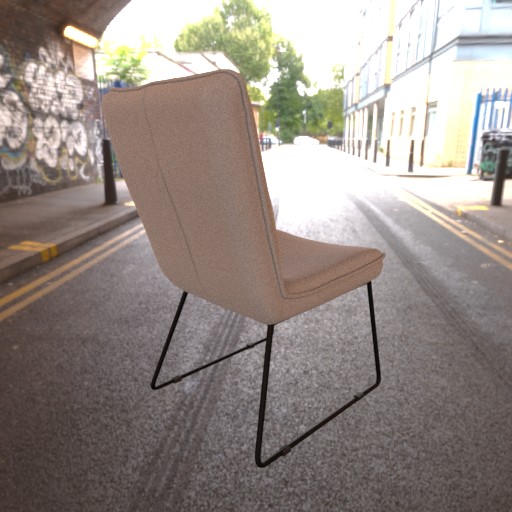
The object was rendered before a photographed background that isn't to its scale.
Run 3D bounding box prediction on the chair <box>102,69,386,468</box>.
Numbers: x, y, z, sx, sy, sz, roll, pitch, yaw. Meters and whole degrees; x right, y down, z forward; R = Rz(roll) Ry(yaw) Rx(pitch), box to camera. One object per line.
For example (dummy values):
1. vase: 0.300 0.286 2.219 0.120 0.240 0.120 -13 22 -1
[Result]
1. chair: 0.000 0.000 1.312 0.688 0.930 0.515 -14 21 -43
